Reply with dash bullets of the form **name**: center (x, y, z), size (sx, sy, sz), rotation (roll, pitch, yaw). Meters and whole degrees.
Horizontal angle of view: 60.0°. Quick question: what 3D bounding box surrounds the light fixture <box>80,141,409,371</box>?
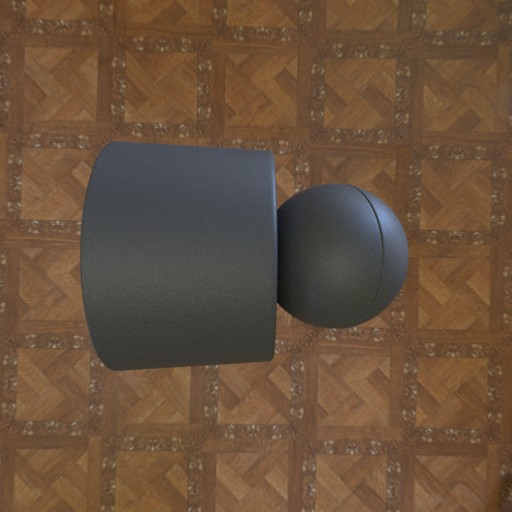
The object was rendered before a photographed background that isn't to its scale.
- **light fixture**: center (0.000, 0.000, 0.271), size (0.160, 0.143, 0.134), rotation (0, 90, 0)
